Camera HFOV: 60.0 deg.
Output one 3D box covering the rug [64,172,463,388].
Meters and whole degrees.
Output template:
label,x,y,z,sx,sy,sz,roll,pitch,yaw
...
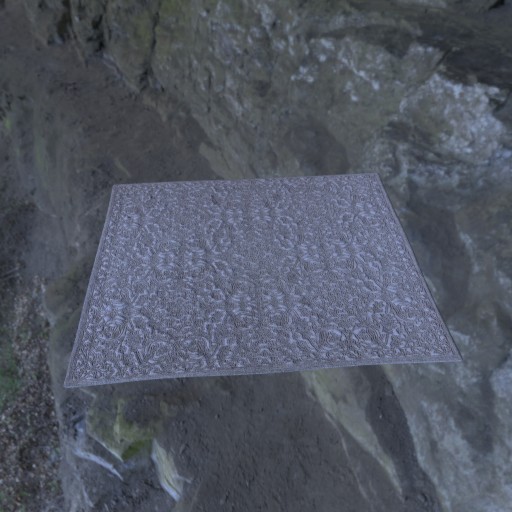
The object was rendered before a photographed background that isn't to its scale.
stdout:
label,x,y,z,sx,sy,sz,roll,pitch,yaw
rug,0.000,0.000,4.179,3.017,0.035,2.472,-3,46,-3
